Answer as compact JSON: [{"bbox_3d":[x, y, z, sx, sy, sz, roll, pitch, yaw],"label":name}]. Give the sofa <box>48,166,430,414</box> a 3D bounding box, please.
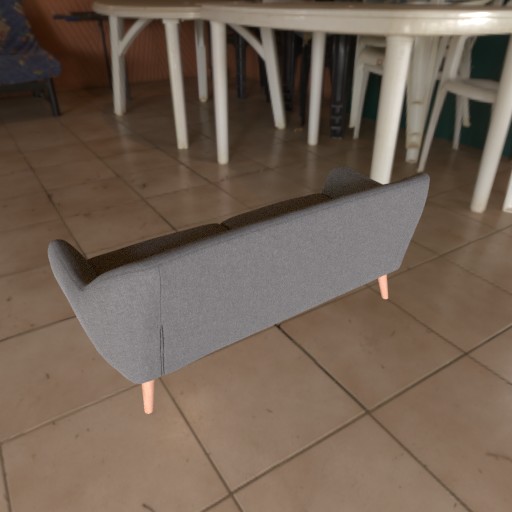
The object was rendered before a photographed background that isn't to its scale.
[{"bbox_3d":[0.000,0.000,2.278,1.840,0.820,0.820,-19,36,-29],"label":"sofa"}]
